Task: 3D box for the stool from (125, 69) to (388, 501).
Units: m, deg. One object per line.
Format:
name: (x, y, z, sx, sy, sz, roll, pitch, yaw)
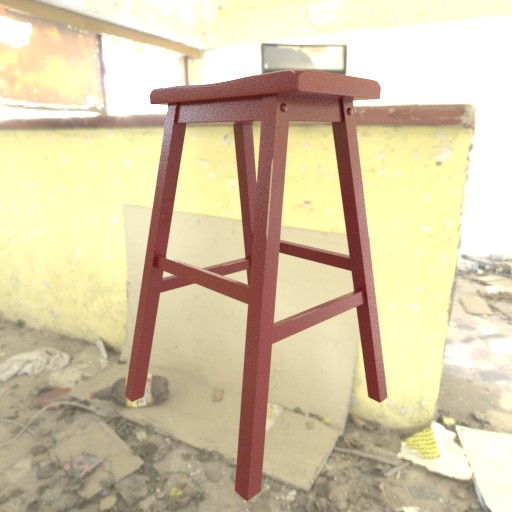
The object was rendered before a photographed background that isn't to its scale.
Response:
stool: (0.000, 0.000, 1.016, 0.476, 0.737, 0.457, -14, 21, -42)
